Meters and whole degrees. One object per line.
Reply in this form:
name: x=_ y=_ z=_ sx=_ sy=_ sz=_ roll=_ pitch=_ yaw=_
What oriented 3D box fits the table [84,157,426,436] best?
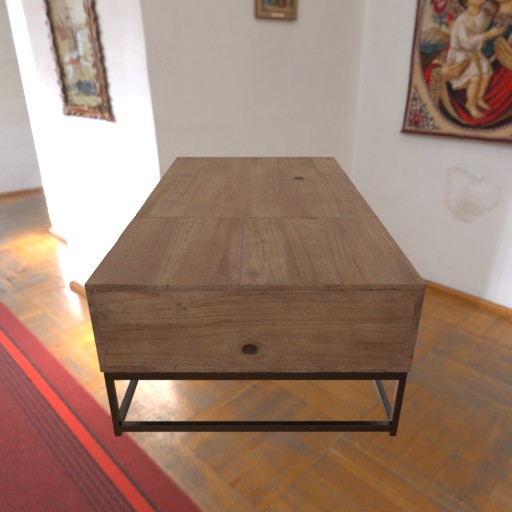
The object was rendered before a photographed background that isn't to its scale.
table: x=0.000 y=0.000 z=1.422 sx=0.655 sy=0.395 sz=1.101 roll=0 pitch=25 yaw=0
